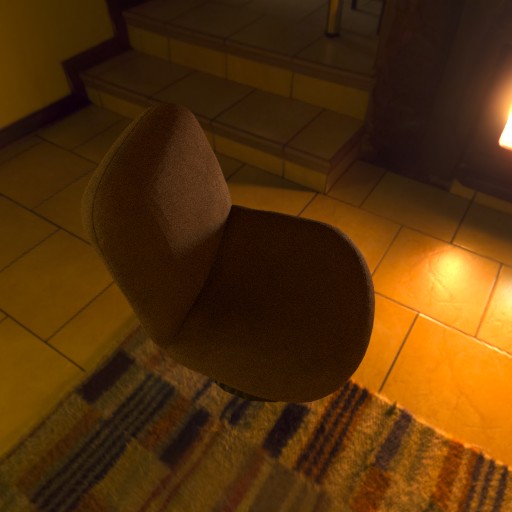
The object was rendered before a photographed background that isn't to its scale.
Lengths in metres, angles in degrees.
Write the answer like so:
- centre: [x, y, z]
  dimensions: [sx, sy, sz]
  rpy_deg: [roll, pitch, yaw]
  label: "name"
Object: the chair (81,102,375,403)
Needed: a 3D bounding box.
- centre: [0.000, 0.000, 1.030]
  dimensions: [0.597, 0.594, 0.521]
  rpy_deg: [10, 48, 9]
  label: "chair"
